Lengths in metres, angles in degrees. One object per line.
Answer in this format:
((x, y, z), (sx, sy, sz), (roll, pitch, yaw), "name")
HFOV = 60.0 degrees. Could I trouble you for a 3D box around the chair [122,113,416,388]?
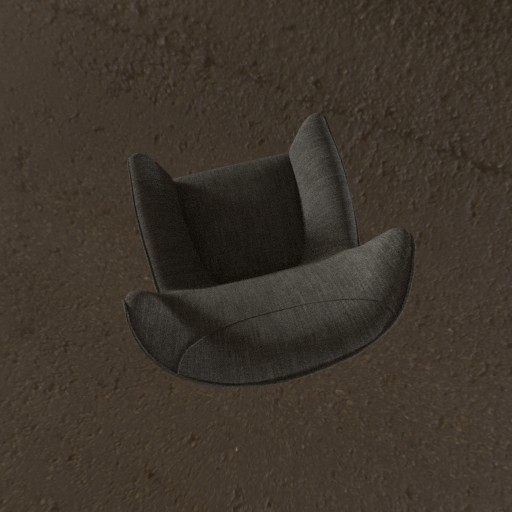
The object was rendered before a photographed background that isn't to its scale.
((0.000, 0.000, 1.628), (0.781, 0.933, 0.888), (-14, 76, -4), "chair")
